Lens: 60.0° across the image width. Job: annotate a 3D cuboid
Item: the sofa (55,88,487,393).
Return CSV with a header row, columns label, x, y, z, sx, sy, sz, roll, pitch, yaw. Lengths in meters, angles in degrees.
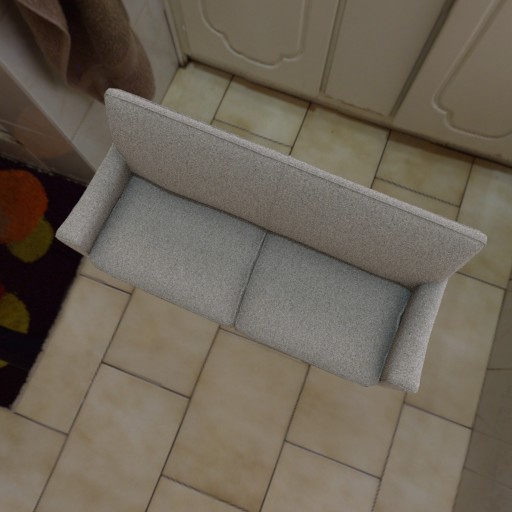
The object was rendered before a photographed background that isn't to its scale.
label,x,y,z,sx,sy,sz,roll,pitch,yaw
sofa,0.000,0.000,2.490,2.026,0.942,0.854,23,77,6
